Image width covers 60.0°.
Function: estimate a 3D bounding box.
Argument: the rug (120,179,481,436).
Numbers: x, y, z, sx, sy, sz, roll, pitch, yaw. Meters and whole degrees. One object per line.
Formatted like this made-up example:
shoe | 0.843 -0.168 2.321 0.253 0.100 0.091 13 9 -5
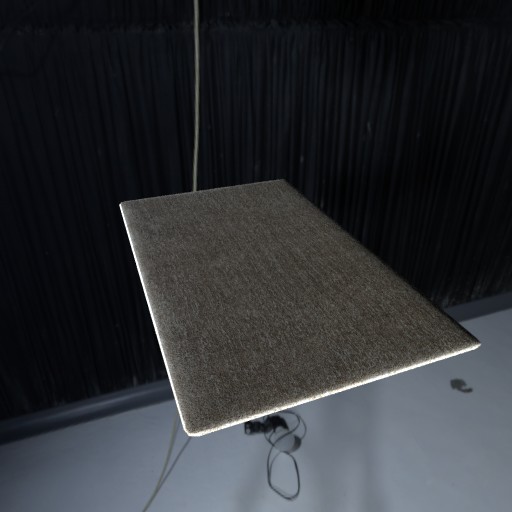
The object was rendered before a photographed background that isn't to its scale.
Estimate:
rug | 0.000 0.000 3.004 1.539 0.024 2.469 -11 33 -18
